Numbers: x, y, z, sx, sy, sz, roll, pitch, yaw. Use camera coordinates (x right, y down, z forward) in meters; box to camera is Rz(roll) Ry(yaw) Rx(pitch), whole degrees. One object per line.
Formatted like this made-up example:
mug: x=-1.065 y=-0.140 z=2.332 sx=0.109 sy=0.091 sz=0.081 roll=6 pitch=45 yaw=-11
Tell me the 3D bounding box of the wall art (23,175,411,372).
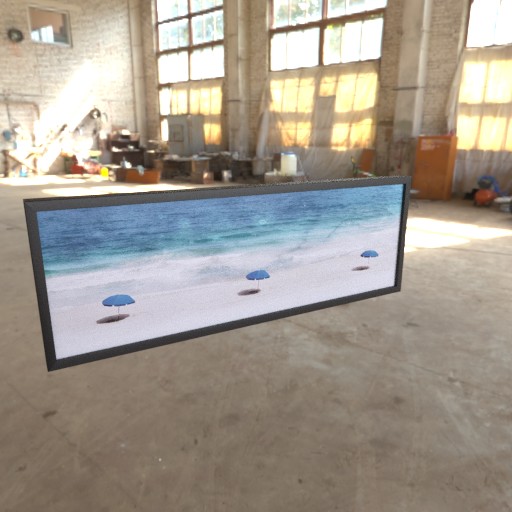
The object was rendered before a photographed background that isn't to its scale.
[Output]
wall art: x=0.000 y=0.000 z=0.958 sx=0.860 sy=0.303 sz=0.037 roll=-8 pitch=18 yaw=-27
